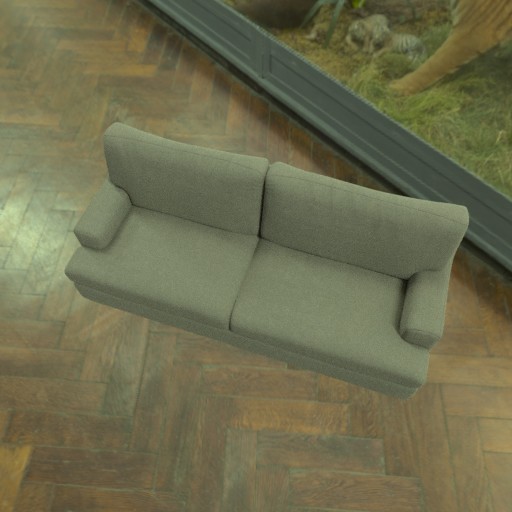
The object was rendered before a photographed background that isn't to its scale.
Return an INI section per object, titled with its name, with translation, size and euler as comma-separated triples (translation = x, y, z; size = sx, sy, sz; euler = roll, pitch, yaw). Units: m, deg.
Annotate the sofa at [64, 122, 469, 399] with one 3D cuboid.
[sofa]
translation = 0.000, 0.000, 2.823
size = 2.354, 0.980, 0.962
euler = 16, 60, 9
